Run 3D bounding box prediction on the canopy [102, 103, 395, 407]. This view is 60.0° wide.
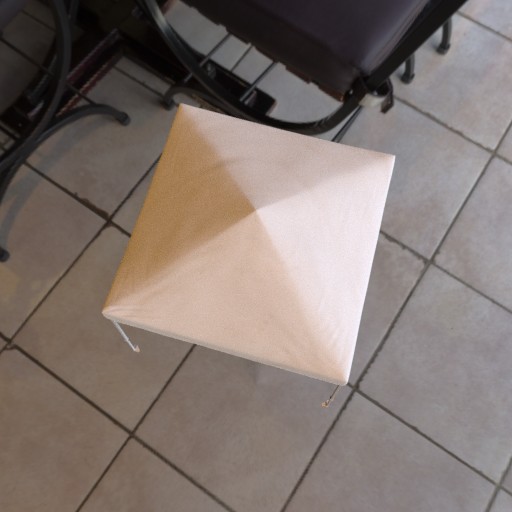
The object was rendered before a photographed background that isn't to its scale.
[{"bbox_3d":[0.000,0.000,5.223,2.849,2.849,2.848,15,74,4],"label":"canopy"}]
